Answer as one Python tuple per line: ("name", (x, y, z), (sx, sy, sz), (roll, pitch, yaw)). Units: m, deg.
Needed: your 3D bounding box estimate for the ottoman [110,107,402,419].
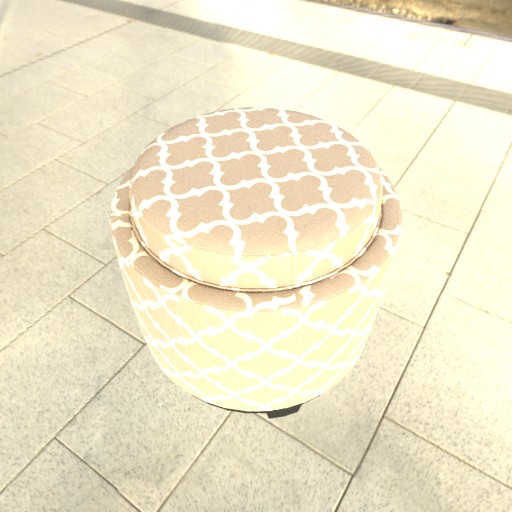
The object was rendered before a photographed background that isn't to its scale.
("ottoman", (0.000, 0.000, 0.835), (0.480, 0.429, 0.480), (0, 47, 0))
